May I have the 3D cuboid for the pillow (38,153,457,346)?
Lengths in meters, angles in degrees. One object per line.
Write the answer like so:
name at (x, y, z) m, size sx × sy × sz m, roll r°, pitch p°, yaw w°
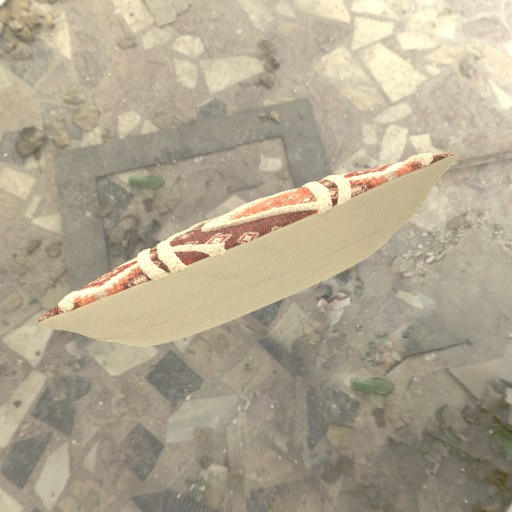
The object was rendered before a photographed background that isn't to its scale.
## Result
pillow at (0.000, 0.000, 0.727) m, size 0.608 × 0.295 × 0.161 m, roll -22°, pitch 77°, yaw -5°
